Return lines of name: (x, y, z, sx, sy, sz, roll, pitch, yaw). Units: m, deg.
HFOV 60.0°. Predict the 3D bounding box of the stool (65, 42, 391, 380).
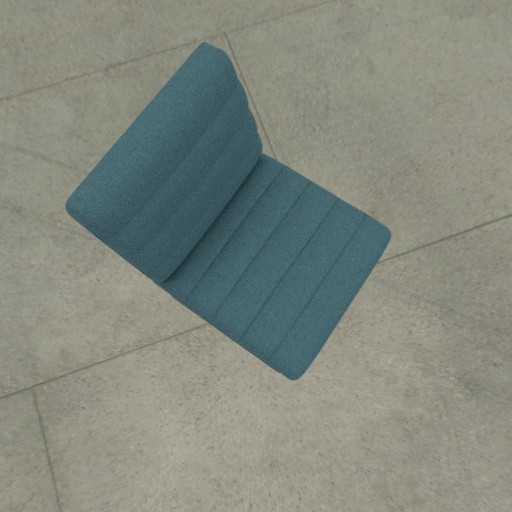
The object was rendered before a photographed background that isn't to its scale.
stool: (0.000, 0.000, 1.258, 0.560, 0.940, 0.460, 34, 78, 8)
